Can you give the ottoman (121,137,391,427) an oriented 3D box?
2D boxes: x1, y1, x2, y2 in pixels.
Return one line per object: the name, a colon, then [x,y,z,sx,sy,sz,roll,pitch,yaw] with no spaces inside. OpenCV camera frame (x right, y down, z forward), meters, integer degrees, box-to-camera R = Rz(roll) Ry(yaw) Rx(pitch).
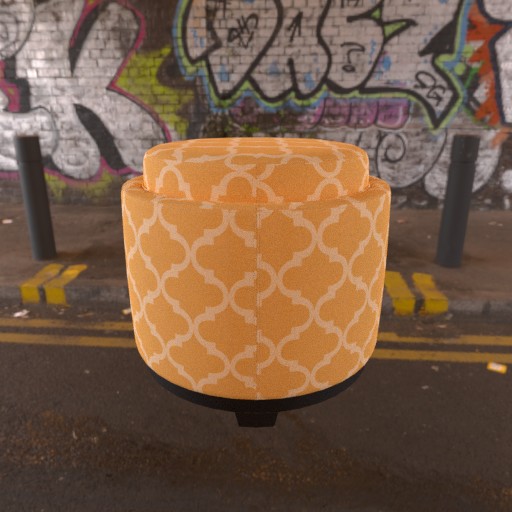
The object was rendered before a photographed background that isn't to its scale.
ottoman: [0.000,0.000,0.852,0.480,0.429,0.480,0,19,0]
